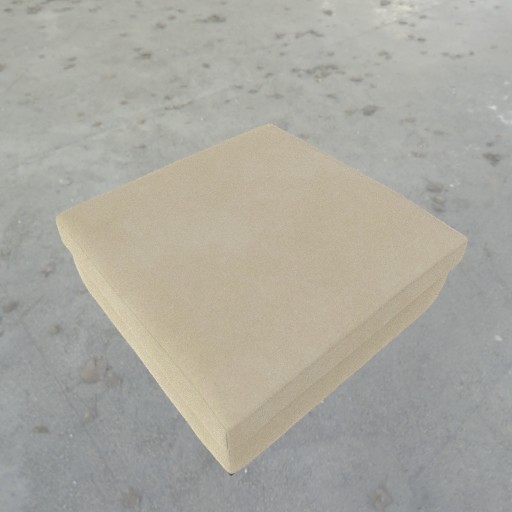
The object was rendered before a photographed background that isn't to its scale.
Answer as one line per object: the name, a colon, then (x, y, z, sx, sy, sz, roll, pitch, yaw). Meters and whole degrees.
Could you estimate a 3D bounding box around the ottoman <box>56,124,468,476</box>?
ottoman: (0.000, 0.000, 1.867, 1.205, 0.522, 1.190, -31, 53, -27)
